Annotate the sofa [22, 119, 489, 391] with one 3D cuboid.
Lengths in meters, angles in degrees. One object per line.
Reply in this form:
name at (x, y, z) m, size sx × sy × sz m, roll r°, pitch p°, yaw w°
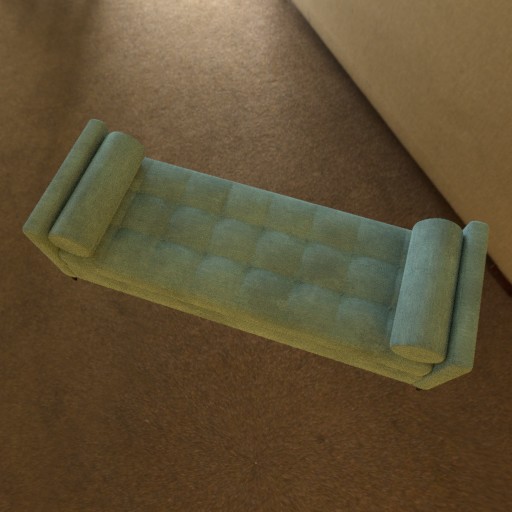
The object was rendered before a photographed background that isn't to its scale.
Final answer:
sofa at (0.000, 0.000, 2.240) m, size 1.981 × 0.635 × 0.686 m, roll 16°, pitch 66°, yaw 8°
